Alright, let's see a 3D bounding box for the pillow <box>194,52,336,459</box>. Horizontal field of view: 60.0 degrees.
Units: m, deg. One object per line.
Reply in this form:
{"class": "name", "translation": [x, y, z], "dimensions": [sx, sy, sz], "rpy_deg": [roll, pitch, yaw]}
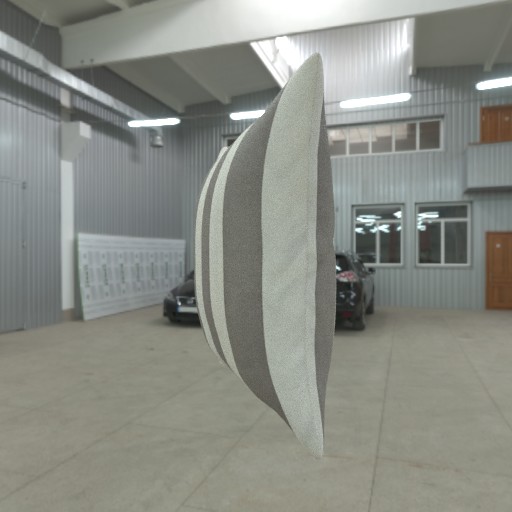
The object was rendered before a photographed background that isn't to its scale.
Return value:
{"class": "pillow", "translation": [0.000, 0.000, 0.787], "dimensions": [0.192, 0.507, 0.522], "rpy_deg": [0, 0, -17]}
